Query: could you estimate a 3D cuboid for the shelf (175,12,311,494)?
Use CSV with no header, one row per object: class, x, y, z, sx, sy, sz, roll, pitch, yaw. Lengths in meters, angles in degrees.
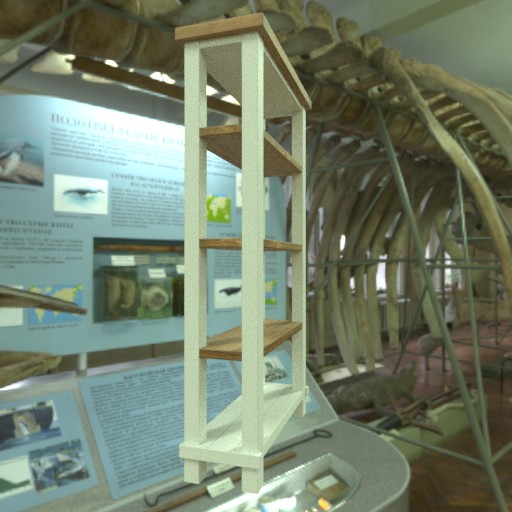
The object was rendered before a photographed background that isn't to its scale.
shelf,0.000,0.000,2.251,0.381,1.878,1.022,0,0,18
